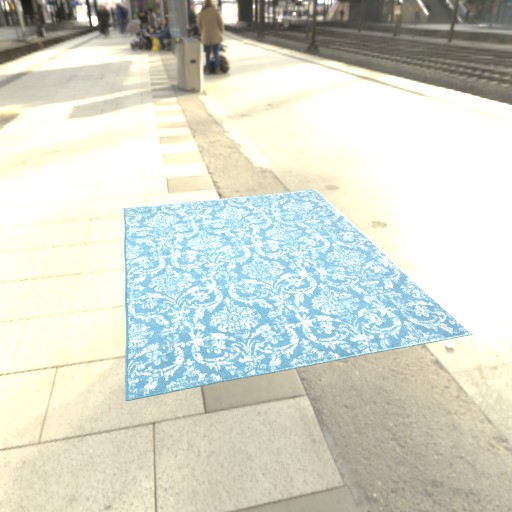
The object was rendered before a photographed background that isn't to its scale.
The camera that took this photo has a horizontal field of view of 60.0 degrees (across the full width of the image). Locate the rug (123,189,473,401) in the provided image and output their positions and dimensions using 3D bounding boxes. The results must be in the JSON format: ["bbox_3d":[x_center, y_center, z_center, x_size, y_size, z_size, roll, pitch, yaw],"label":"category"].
[{"bbox_3d":[0.000,0.000,4.102,2.363,0.012,2.980,-7,30,-13],"label":"rug"}]
